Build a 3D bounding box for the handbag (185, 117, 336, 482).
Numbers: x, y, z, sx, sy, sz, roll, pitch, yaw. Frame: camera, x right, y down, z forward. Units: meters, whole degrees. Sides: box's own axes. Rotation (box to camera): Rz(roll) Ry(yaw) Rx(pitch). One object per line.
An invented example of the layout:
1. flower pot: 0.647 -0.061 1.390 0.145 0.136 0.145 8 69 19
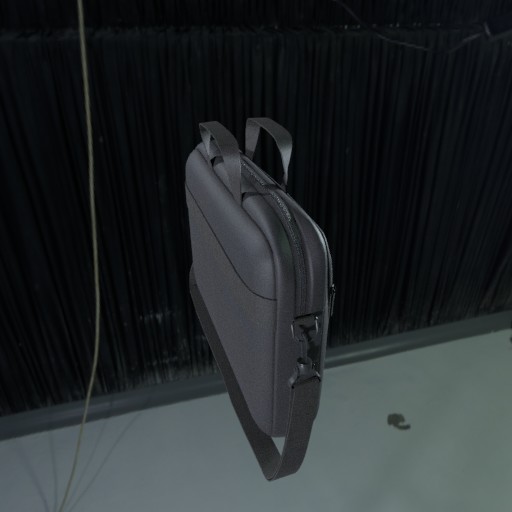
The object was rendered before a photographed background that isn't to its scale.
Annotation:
1. handbag: 0.000 0.000 0.576 0.126 0.330 0.429 -10 32 -17
